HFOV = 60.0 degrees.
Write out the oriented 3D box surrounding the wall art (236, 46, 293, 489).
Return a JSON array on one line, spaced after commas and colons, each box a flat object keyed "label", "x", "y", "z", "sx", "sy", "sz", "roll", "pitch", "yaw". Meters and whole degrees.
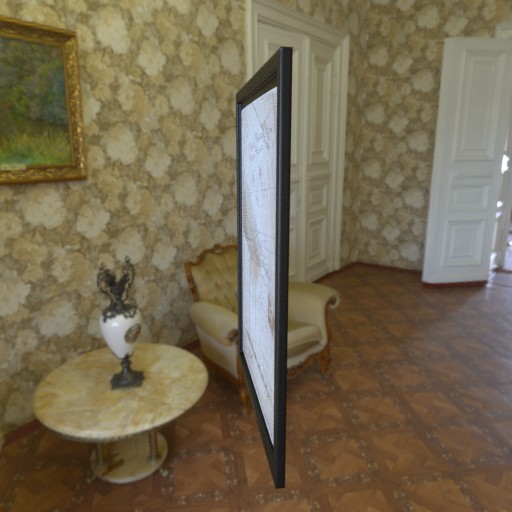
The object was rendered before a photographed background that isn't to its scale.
[{"label": "wall art", "x": 0.000, "y": 0.000, "z": 0.868, "sx": 0.016, "sy": 0.657, "sz": 0.480, "roll": -2, "pitch": 13, "yaw": -9}]
